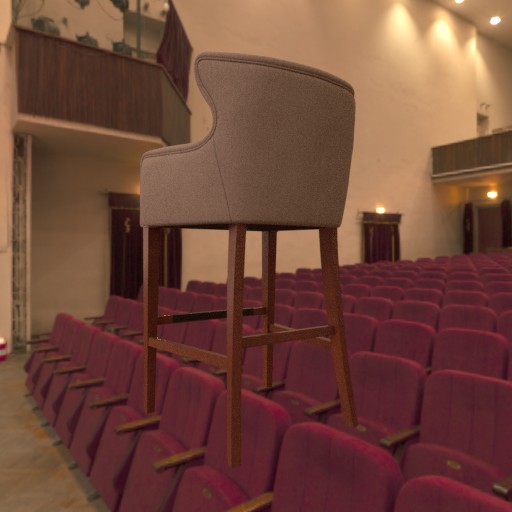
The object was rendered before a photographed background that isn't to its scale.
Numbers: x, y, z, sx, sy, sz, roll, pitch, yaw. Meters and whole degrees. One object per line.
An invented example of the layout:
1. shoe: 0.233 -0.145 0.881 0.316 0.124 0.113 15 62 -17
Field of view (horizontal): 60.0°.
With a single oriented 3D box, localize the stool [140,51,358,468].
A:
1. stool: 0.000 0.000 1.408 0.575 1.047 0.575 0 0 -35
